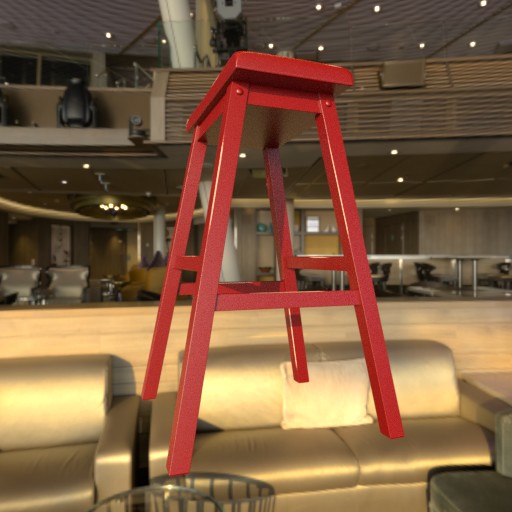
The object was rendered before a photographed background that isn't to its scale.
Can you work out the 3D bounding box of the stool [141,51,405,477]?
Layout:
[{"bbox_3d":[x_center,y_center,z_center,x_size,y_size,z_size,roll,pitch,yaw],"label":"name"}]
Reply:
[{"bbox_3d":[0.000,0.000,1.034,0.476,0.737,0.457,0,0,-20],"label":"stool"}]
